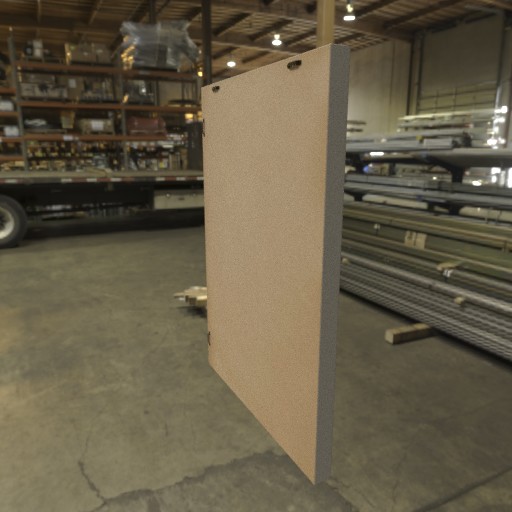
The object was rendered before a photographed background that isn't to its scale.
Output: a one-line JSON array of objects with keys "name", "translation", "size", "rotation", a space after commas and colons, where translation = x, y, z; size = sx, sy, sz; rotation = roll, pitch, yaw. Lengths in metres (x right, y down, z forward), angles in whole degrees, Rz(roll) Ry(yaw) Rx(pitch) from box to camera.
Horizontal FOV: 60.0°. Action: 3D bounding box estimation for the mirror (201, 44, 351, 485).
[{"name": "mirror", "translation": [0.000, 0.000, 0.915], "size": [0.040, 0.710, 0.507], "rotation": [-7, 15, -26]}]
